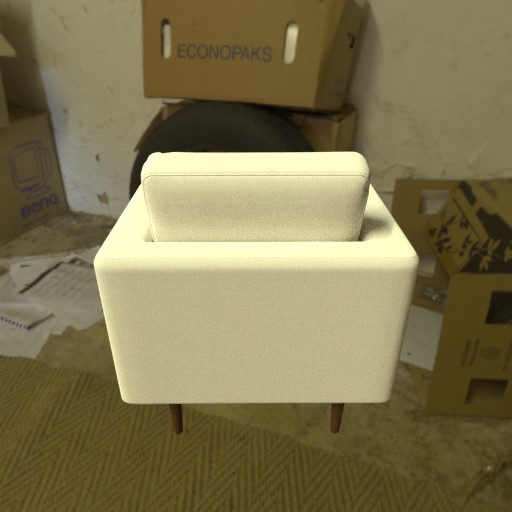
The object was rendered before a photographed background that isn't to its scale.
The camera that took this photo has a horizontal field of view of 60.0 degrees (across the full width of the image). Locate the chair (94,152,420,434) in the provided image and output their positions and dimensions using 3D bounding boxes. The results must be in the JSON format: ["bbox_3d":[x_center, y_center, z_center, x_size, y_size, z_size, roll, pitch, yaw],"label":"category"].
[{"bbox_3d":[0.000,0.000,1.582,0.831,0.899,0.879,0,29,0],"label":"chair"}]
